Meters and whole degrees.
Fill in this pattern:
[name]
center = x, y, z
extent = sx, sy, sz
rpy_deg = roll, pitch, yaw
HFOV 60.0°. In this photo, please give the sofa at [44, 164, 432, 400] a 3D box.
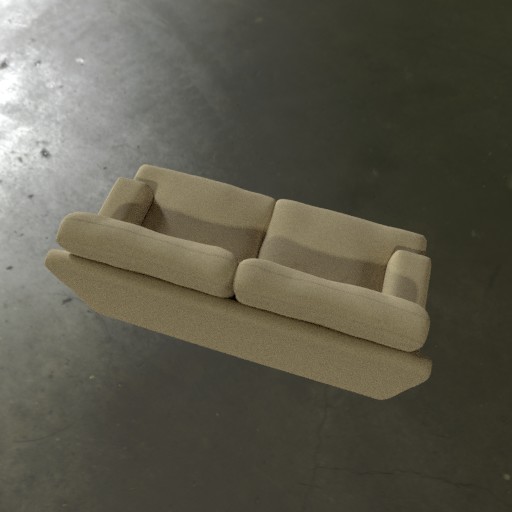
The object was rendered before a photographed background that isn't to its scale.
[sofa]
center = 0.000, 0.000, 2.473
extent = 1.885, 0.967, 0.962
rpy_deg = 15, 65, 7
